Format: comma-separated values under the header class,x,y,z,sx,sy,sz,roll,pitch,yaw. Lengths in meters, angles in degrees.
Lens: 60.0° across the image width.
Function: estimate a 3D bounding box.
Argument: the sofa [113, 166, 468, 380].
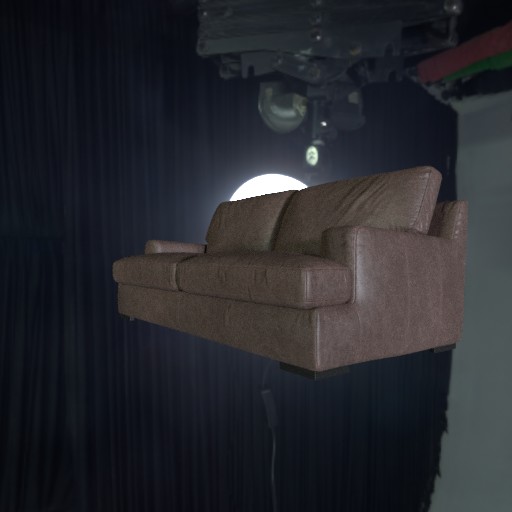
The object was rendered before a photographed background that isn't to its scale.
class,x,y,z,sx,sy,sz,roll,pitch,yaw
sofa,0.000,0.000,2.830,1.143,0.941,2.261,0,0,-36
